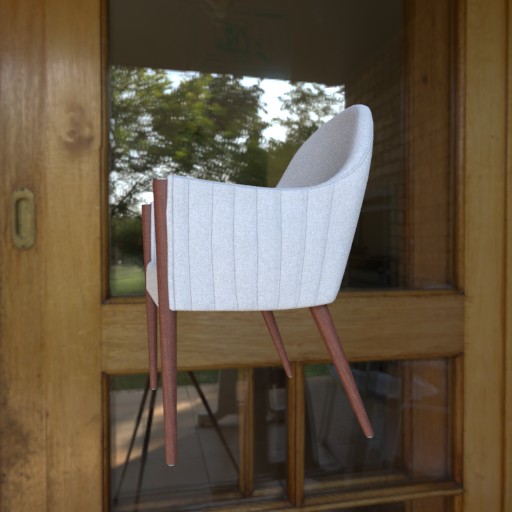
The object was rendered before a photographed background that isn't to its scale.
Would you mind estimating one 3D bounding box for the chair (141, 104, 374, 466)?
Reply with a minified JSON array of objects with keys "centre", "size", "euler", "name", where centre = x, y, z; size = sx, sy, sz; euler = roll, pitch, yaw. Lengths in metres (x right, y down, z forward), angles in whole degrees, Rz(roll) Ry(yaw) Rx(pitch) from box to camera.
[{"centre":[0.000,0.000,1.286],"size":[0.620,0.889,0.610],"euler":[0,1,-17],"name":"chair"}]
